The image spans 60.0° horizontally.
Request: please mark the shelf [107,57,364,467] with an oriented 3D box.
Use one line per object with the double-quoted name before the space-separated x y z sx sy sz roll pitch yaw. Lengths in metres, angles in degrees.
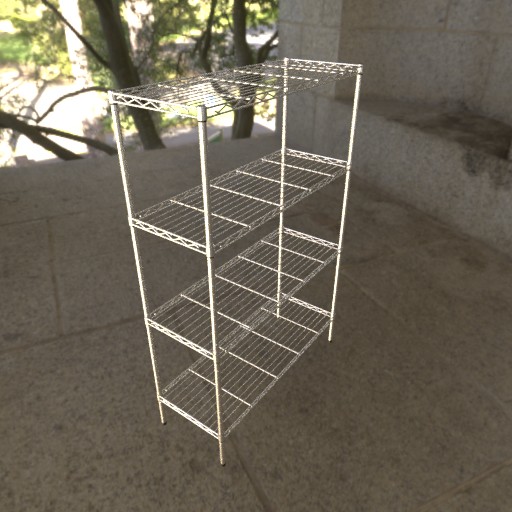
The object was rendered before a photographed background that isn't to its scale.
"shelf" 0.000 0.000 1.777 0.352 1.360 0.907 20 36 30
